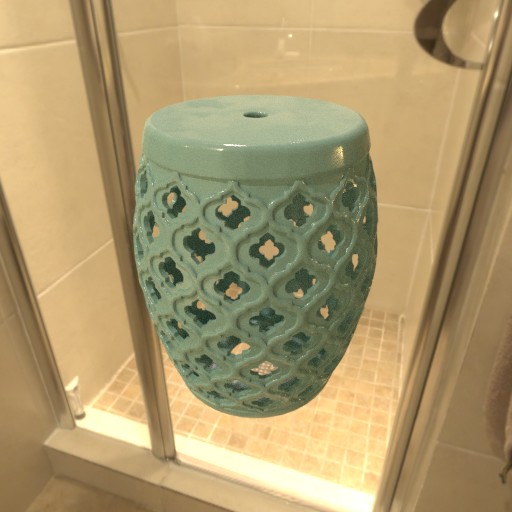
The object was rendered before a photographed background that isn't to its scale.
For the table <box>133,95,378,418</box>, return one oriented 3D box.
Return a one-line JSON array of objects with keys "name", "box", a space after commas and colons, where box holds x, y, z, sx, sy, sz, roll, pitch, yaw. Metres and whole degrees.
[{"name": "table", "box": [0.000, 0.000, 0.623, 0.325, 0.388, 0.325, 0, 31, 0]}]
